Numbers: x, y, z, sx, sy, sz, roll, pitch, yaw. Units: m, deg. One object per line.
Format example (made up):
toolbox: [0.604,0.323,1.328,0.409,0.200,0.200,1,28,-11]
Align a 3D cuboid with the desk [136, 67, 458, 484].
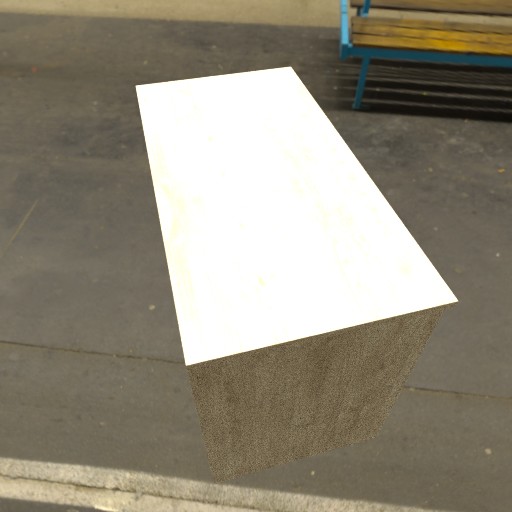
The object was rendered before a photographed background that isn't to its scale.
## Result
desk: [0.000,0.000,1.483,0.560,0.730,1.100,-11,49,-10]
